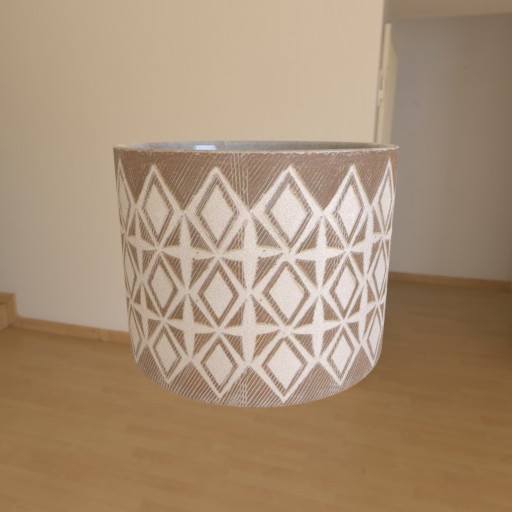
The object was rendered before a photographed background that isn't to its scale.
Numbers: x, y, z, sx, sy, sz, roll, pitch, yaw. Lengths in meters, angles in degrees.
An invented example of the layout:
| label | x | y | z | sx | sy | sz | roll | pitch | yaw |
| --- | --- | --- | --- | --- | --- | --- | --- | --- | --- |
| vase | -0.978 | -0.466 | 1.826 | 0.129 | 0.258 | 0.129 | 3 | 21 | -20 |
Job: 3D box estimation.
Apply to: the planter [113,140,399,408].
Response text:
| label | x | y | z | sx | sy | sz | roll | pitch | yaw |
| --- | --- | --- | --- | --- | --- | --- | --- | --- | --- |
| planter | 0.000 | 0.000 | 0.336 | 0.193 | 0.165 | 0.193 | 0 | 16 | 0 |
